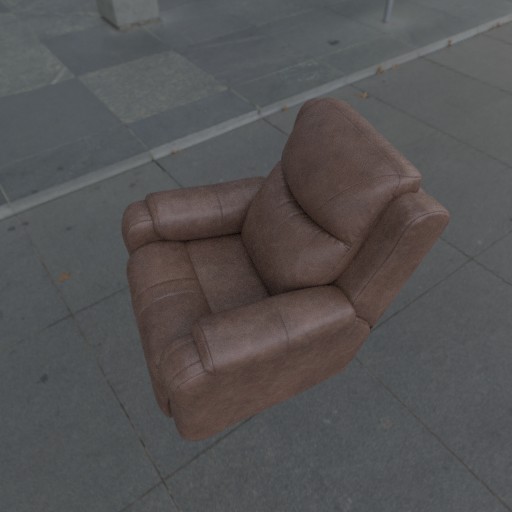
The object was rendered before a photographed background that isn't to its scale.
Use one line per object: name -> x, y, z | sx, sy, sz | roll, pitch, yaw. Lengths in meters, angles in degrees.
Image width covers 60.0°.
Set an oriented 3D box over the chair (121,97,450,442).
chair -> 0.000, 0.000, 1.792 | 1.067, 0.990, 0.940 | -16, 49, -14
